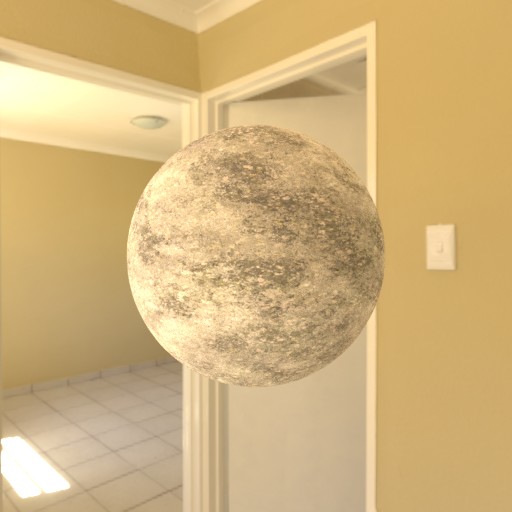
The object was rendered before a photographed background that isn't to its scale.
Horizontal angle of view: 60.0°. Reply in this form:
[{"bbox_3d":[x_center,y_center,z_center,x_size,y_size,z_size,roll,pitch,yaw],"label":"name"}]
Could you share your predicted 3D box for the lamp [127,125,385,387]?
[{"bbox_3d":[0.000,0.000,0.753,0.422,0.429,0.422,0,1,0],"label":"lamp"}]
